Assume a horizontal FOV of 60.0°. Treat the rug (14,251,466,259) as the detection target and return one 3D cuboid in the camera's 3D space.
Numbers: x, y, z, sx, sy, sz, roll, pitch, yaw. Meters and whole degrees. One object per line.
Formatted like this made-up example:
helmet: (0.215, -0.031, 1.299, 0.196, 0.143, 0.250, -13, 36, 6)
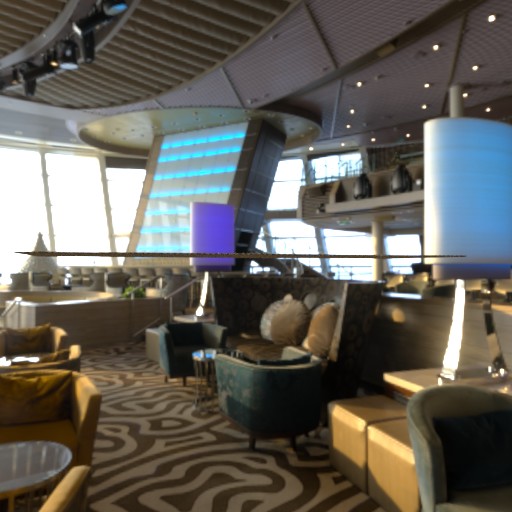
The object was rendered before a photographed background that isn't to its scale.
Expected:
rug: (0.000, 0.000, 2.462, 2.286, 0.008, 0.686, 0, -1, -18)
